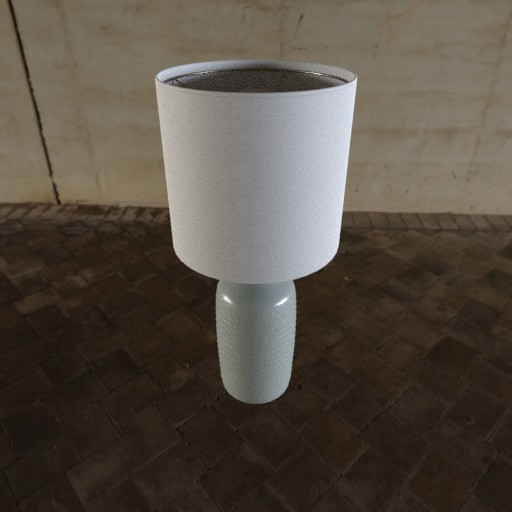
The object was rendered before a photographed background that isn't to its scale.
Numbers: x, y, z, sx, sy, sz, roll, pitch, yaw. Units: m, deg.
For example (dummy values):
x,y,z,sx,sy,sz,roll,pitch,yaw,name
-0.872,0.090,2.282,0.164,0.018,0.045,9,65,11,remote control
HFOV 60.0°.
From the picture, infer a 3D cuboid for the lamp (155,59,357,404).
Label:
x,y,z,sx,sy,sz,roll,pitch,yaw,name
0.000,0.000,0.615,0.220,0.475,0.220,20,37,30,lamp
